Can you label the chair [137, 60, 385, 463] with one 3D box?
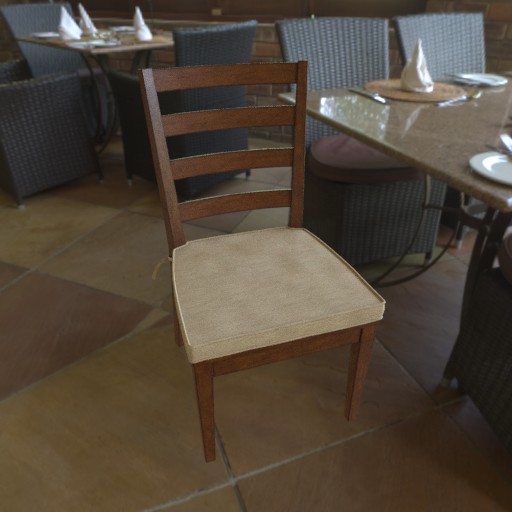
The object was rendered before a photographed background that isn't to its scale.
[{"bbox_3d":[0.000,0.000,1.306,0.593,0.979,0.595,-10,33,-15],"label":"chair"}]
